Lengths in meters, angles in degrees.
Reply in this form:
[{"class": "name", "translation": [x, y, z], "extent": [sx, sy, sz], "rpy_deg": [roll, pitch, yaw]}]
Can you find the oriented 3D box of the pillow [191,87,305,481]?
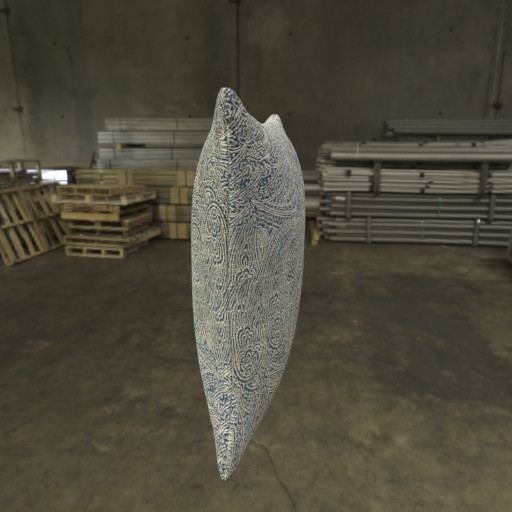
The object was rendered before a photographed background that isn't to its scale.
[{"class": "pillow", "translation": [0.000, 0.000, 0.791], "extent": [0.166, 0.510, 0.523], "rpy_deg": [2, 15, 8]}]
